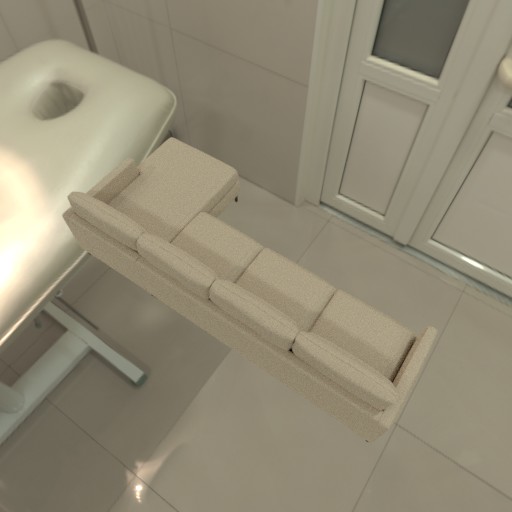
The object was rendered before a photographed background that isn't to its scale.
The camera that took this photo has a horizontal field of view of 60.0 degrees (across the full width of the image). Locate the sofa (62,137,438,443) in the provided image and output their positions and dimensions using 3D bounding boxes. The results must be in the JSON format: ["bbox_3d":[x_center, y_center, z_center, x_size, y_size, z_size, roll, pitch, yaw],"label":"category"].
[{"bbox_3d":[0.000,0.000,3.322,2.731,0.755,1.258,30,62,18],"label":"sofa"}]
